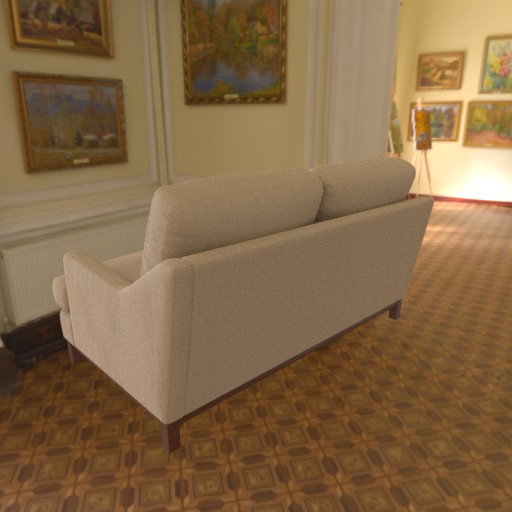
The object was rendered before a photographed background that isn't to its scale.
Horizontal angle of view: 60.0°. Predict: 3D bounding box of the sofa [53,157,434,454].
[{"bbox_3d":[0.000,0.000,2.156,1.619,0.910,1.004,-16,24,-41],"label":"sofa"}]
